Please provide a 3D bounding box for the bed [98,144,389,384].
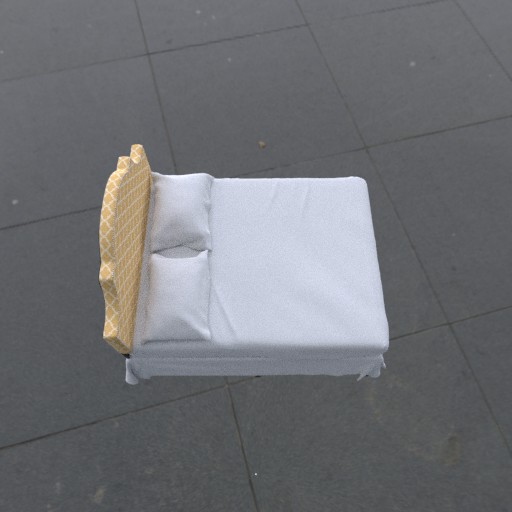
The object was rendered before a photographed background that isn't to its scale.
[{"bbox_3d":[0.000,0.000,3.566,2.222,1.633,1.780,0,64,0],"label":"bed"}]
